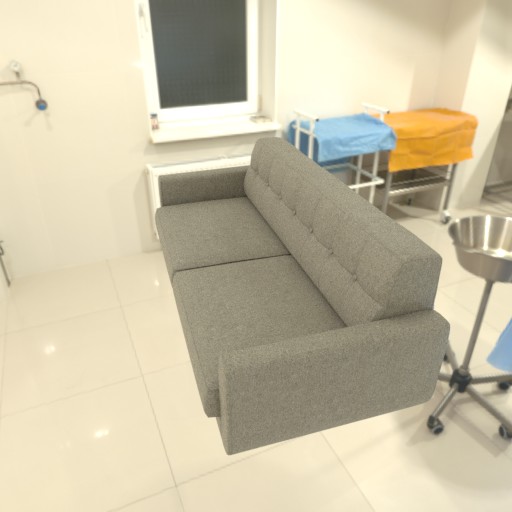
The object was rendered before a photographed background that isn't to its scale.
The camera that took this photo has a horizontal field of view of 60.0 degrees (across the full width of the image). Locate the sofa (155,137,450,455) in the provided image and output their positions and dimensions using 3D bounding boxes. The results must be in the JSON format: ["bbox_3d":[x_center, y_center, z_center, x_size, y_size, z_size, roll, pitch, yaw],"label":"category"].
[{"bbox_3d":[0.000,0.000,2.515,0.968,0.873,2.055,-9,31,-15],"label":"sofa"}]
